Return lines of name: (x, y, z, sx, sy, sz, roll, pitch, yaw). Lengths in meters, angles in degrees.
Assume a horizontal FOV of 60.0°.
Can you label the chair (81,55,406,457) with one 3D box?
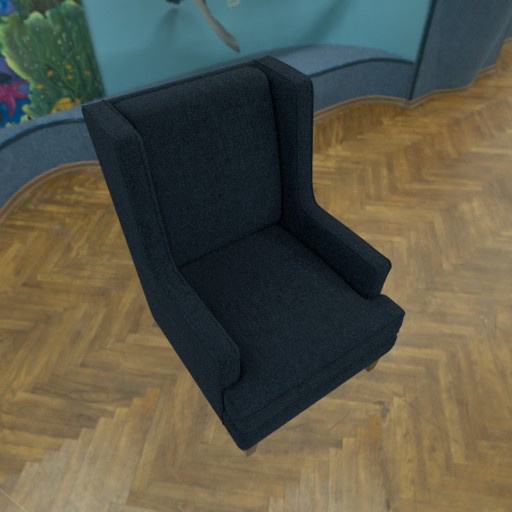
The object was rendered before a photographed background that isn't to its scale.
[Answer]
chair: (0.000, 0.000, 1.696, 0.764, 1.072, 0.947, -26, 50, -24)
